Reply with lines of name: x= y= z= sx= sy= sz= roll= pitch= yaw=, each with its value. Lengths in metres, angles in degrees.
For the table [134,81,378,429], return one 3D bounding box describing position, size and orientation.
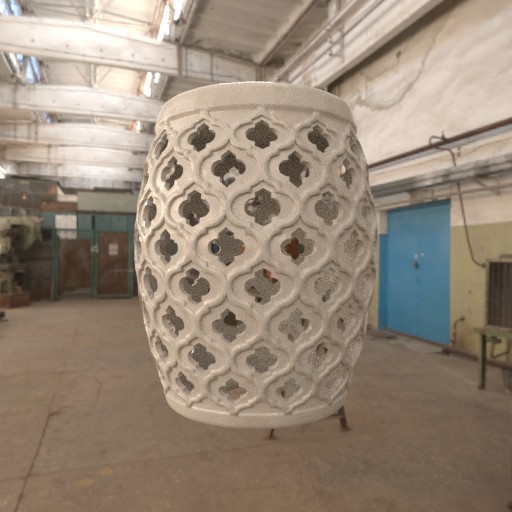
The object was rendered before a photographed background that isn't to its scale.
table: x=0.000 y=0.000 z=0.614 sx=0.325 sy=0.388 sz=0.325 roll=0 pitch=1 yaw=0
